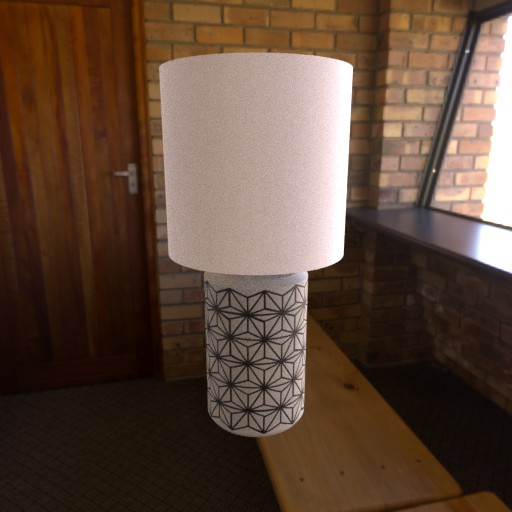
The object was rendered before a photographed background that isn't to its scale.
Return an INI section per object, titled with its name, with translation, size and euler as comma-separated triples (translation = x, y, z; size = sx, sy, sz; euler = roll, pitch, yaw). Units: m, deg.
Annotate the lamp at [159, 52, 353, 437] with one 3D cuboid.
[lamp]
translation = 0.000, 0.000, 0.534
size = 0.206, 0.416, 0.206
euler = 14, 20, 43
